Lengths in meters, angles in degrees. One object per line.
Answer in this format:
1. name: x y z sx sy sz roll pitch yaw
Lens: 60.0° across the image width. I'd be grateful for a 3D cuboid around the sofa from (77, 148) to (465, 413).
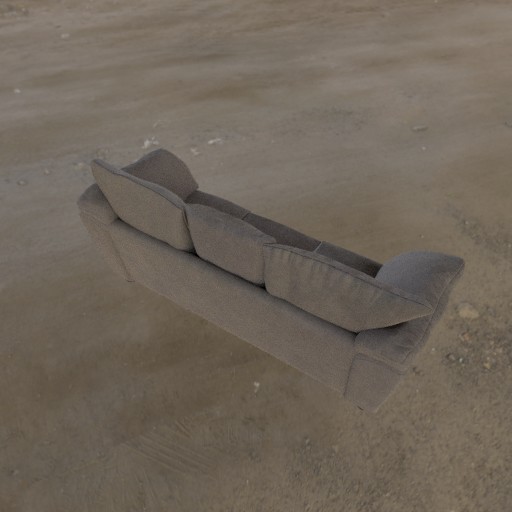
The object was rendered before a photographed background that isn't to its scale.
1. sofa: 0.000 0.000 2.882 2.336 1.073 0.878 24 51 22
